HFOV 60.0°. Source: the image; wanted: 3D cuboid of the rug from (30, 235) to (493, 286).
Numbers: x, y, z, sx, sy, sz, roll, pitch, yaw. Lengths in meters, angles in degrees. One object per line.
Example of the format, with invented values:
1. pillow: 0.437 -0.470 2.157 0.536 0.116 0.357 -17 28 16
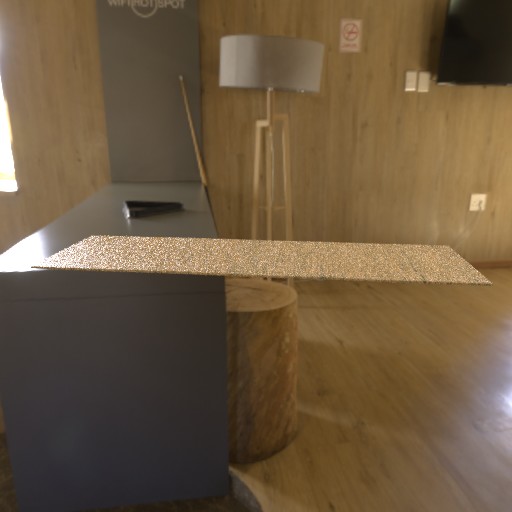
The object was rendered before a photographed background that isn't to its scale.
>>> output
1. rug: 0.000 0.000 2.507 2.290 0.014 0.700 2 17 6
